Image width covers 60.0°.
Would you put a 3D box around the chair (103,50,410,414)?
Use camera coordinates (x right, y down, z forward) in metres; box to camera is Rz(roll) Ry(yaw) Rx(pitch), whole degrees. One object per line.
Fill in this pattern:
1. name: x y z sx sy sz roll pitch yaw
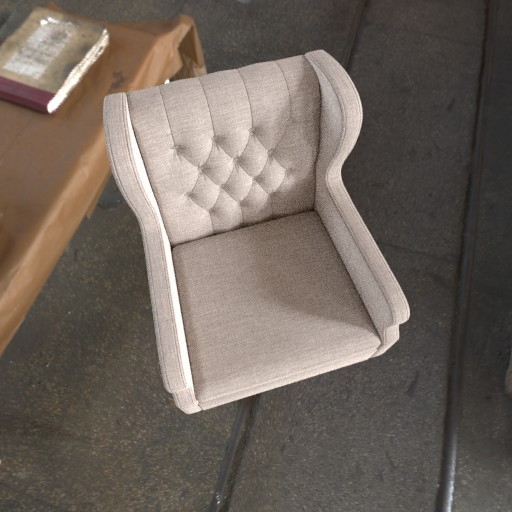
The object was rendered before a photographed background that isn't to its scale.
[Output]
1. chair: 0.000 0.000 1.441 0.710 0.930 0.760 -15 65 -7
